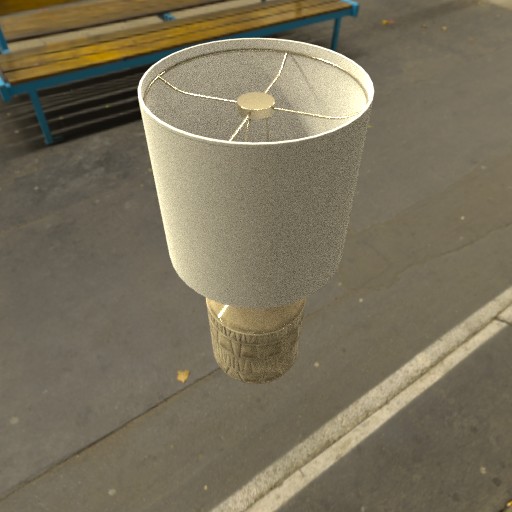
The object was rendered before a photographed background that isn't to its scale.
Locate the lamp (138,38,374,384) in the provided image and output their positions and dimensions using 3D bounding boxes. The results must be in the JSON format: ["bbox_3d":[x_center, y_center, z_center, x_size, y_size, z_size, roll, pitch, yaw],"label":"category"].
[{"bbox_3d":[0.000,0.000,0.565,0.211,0.455,0.211,25,51,23],"label":"lamp"}]
